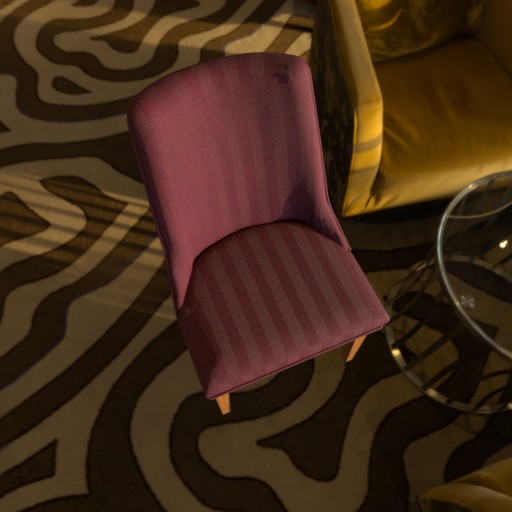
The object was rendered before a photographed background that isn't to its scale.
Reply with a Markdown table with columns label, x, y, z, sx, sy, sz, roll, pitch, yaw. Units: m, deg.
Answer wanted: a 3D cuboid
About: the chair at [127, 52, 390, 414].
| label | x | y | z | sx | sy | sz | roll | pitch | yaw |
| --- | --- | --- | --- | --- | --- | --- | --- | --- | --- |
| chair | 0.000 | 0.000 | 1.296 | 0.548 | 0.916 | 0.638 | -20 | 65 | -10 |
